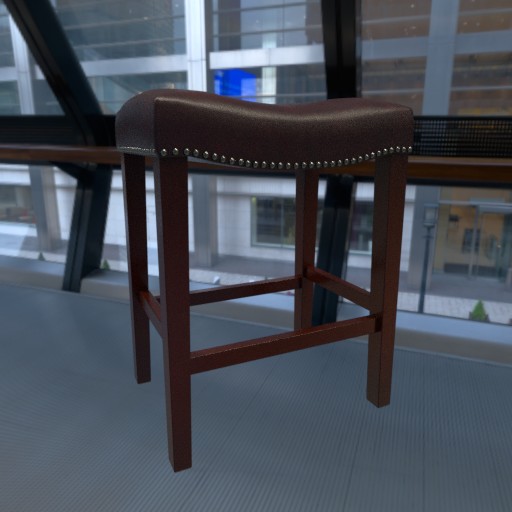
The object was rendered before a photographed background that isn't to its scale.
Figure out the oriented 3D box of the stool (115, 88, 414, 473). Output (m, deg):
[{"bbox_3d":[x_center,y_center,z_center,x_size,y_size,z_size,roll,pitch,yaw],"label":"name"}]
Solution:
[{"bbox_3d":[0.000,0.000,0.964,0.504,0.657,0.372,-7,16,-25],"label":"stool"}]
